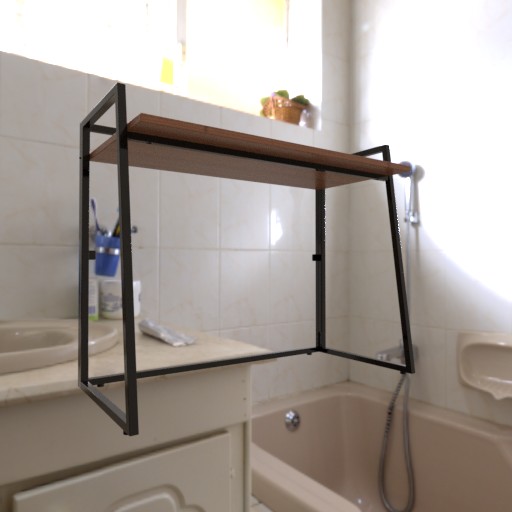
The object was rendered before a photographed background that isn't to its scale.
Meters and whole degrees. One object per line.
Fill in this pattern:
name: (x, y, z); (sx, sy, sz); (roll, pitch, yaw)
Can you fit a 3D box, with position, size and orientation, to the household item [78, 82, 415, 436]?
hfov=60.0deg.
household item: (0.000, 0.000, 1.522); (1.050, 0.860, 0.510); (1, -1, -34)
